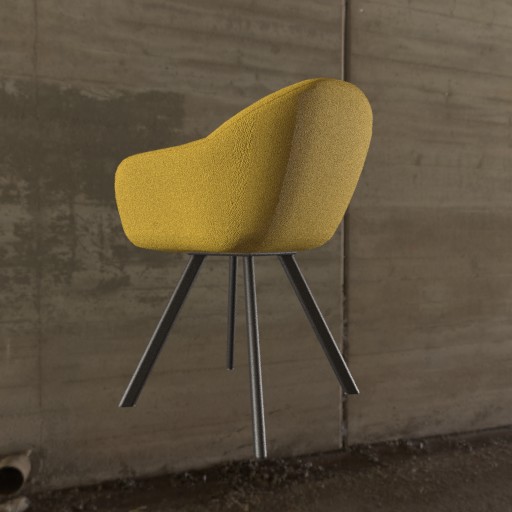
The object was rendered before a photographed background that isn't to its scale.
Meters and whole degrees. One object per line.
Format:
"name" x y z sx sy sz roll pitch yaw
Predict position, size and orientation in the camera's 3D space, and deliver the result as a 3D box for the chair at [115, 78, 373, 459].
"chair" 0.000 0.000 1.153 0.565 0.775 0.545 1 2 36
